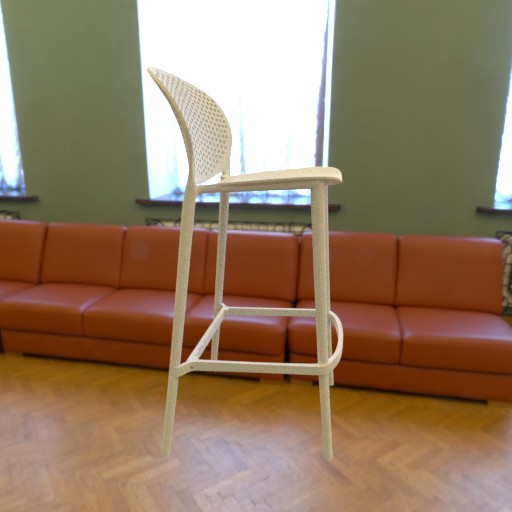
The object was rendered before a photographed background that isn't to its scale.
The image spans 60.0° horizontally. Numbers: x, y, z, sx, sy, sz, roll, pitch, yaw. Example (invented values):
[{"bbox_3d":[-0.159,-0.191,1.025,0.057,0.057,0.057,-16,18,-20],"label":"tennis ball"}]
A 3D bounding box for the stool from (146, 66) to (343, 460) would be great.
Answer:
[{"bbox_3d":[0.000,0.000,1.325,0.535,1.045,0.536,3,15,10],"label":"stool"}]
